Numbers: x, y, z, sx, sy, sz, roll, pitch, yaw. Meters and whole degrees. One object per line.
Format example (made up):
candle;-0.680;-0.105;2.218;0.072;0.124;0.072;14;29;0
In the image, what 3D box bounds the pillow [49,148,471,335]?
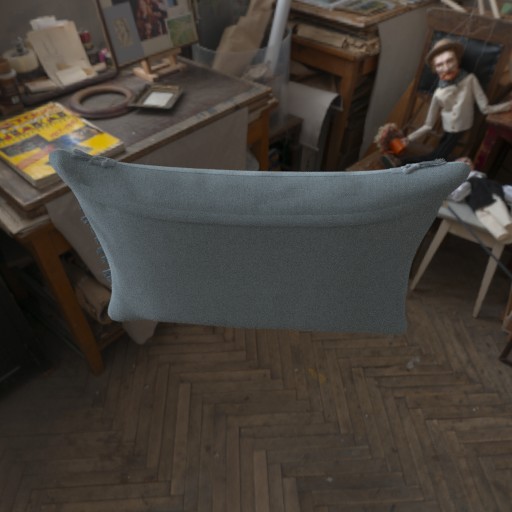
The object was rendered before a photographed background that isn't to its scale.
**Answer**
pillow;0.000;0.000;0.587;0.466;0.305;0.084;2;44;2
